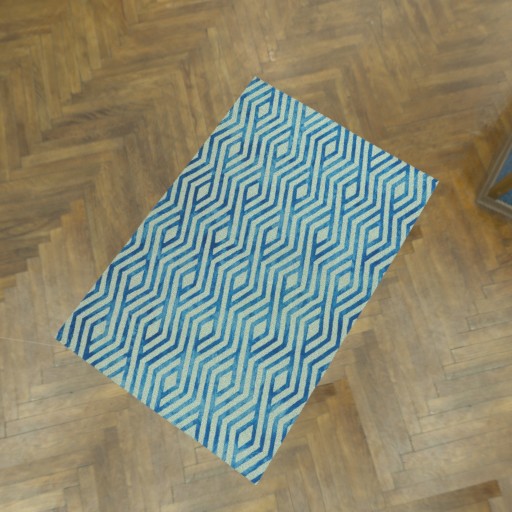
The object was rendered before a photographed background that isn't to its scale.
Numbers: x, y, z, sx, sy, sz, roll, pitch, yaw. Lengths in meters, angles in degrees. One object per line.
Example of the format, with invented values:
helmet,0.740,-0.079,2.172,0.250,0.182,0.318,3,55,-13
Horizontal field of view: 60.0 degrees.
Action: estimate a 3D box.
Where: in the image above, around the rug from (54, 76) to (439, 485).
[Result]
rug,0.000,0.000,2.336,1.225,0.008,1.830,33,77,8
